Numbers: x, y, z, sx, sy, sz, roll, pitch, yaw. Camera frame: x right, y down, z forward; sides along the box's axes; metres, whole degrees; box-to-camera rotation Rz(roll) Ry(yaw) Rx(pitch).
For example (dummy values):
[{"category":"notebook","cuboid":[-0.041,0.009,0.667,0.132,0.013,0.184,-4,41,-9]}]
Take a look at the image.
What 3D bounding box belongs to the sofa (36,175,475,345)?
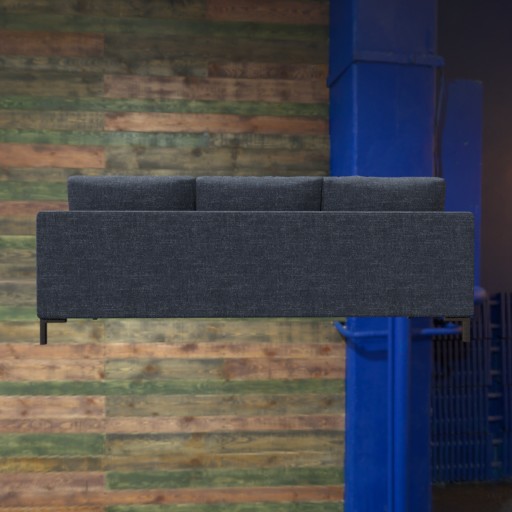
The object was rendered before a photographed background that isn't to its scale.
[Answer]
[{"category":"sofa","cuboid":[0.000,0.000,2.646,2.218,0.874,0.859,0,1,-2]}]
